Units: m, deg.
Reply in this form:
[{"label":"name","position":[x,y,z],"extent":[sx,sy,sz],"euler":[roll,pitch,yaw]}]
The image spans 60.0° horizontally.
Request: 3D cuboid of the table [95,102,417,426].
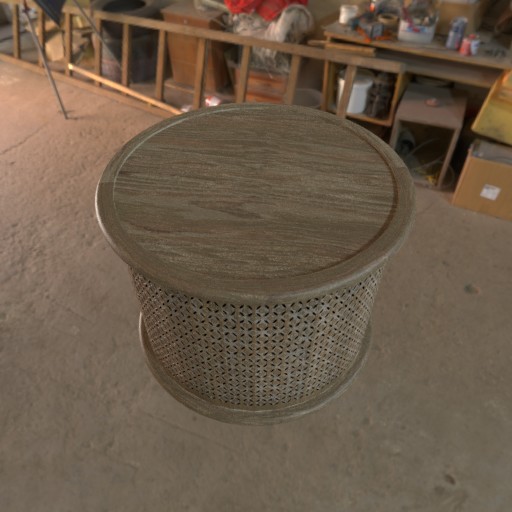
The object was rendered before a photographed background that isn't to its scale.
[{"label":"table","position":[0.000,0.000,1.015],"extent":[0.607,0.450,0.607],"euler":[0,46,0]}]
